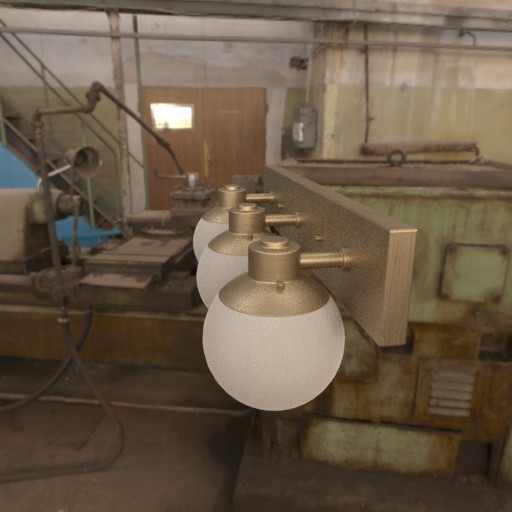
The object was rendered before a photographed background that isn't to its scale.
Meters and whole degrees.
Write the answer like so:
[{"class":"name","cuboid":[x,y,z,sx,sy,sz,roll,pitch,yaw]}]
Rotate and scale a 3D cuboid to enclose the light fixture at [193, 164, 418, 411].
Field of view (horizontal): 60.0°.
[{"class":"light fixture","cuboid":[0.000,0.000,0.811,0.218,0.263,0.721,-3,17,-9]}]
